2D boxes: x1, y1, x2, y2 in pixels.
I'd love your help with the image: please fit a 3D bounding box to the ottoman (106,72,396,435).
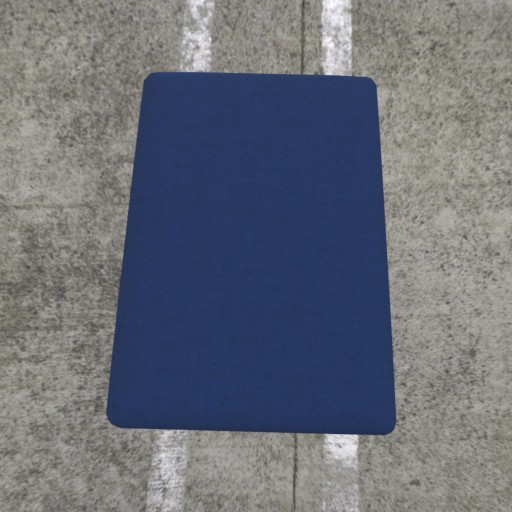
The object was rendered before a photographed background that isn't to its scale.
[{"bbox_3d":[0.000,0.000,1.171,0.587,0.498,0.835,1,74,0],"label":"ottoman"}]
